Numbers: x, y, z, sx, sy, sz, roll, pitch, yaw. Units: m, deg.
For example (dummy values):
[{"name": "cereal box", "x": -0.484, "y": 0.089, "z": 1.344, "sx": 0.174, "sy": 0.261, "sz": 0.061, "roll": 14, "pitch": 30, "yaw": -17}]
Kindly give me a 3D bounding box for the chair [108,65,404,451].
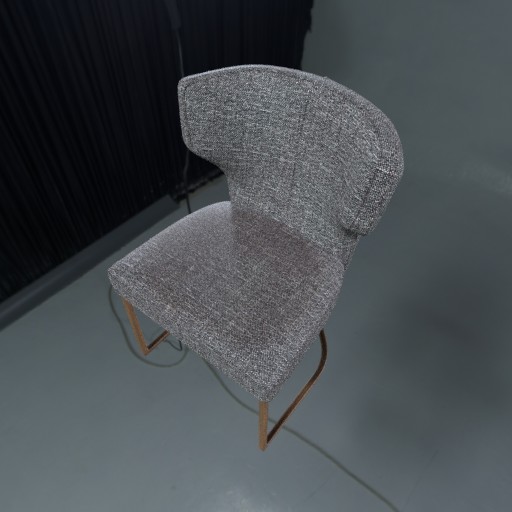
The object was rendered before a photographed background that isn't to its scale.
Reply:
[{"name": "chair", "x": 0.000, "y": 0.000, "z": 1.240, "sx": 0.611, "sy": 0.824, "sz": 0.617, "roll": 30, "pitch": 54, "yaw": 25}]
